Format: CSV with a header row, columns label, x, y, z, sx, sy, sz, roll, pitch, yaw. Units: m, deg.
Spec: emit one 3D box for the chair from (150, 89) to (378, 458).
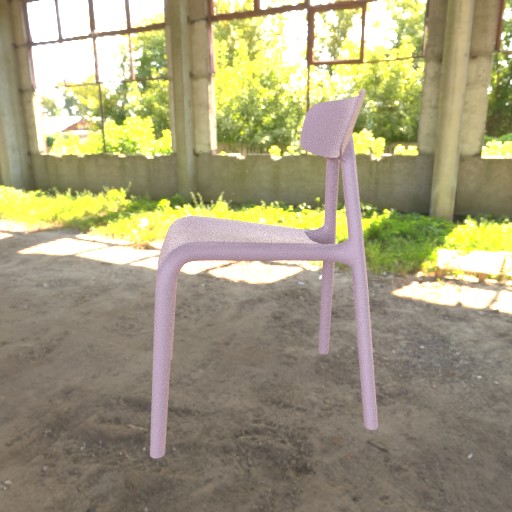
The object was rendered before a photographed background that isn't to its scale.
label,x,y,z,sx,sy,sz,roll,pitch,yaw
chair,0.000,0.000,0.846,0.401,0.580,0.356,-2,14,-8
